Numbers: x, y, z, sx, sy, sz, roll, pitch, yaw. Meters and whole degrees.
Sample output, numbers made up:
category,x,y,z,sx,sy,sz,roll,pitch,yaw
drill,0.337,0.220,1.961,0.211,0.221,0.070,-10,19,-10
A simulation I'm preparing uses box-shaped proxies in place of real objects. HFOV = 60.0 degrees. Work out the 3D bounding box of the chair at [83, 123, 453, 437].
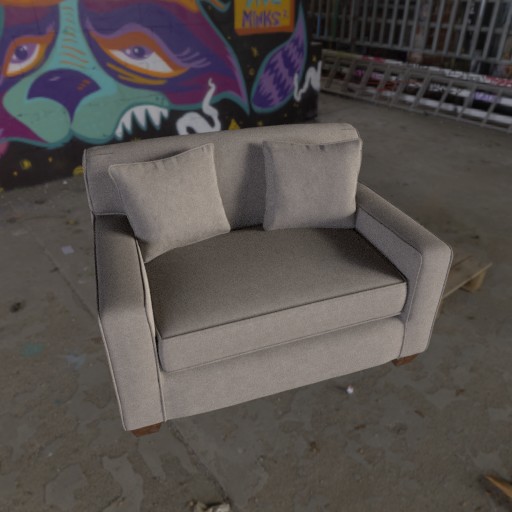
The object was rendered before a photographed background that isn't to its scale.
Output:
category,x,y,z,sx,sy,sz,roll,pitch,yaw
chair,0.000,0.000,2.041,1.395,0.953,0.992,-10,33,-16
